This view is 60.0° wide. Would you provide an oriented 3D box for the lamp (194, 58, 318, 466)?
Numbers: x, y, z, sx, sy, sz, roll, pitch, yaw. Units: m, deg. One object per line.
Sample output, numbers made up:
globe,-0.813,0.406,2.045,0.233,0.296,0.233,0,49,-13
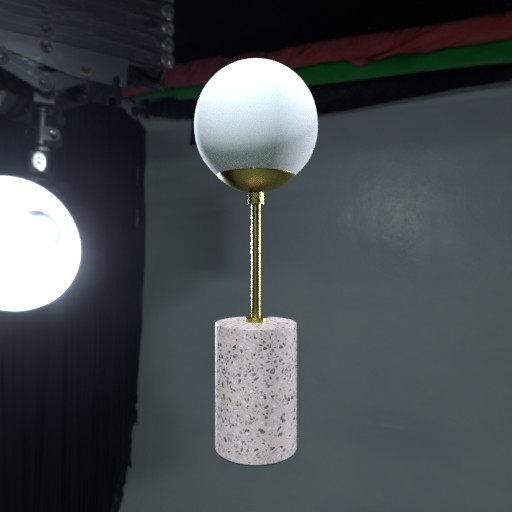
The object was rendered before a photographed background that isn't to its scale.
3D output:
lamp,0.000,0.000,0.556,0.153,0.480,0.153,0,0,0
